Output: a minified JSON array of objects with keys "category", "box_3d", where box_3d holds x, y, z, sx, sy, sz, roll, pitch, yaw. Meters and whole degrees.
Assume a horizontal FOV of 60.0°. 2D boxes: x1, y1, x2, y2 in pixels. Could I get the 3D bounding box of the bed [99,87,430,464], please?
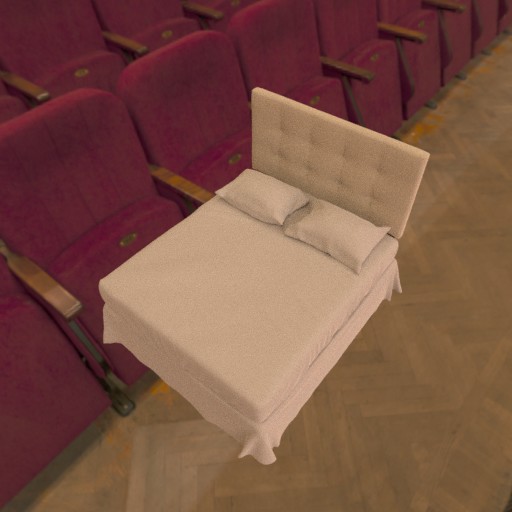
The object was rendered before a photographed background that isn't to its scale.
[{"category":"bed","box_3d":[0.000,0.000,3.591,1.936,1.577,2.222,31,54,25]}]
